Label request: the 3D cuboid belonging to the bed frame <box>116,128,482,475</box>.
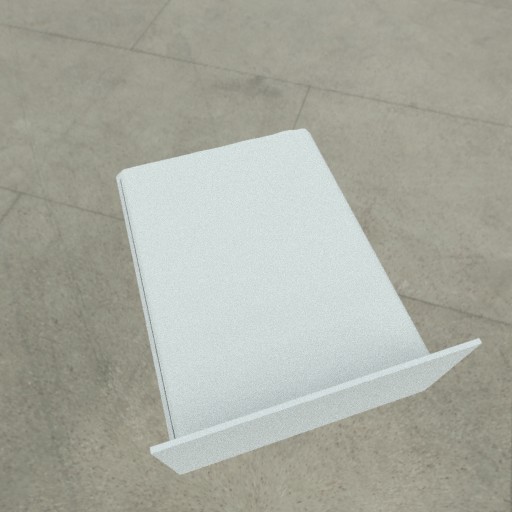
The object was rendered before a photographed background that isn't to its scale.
[{"bbox_3d":[0.000,0.000,2.682,1.490,0.800,1.950,-15,60,-9],"label":"bed frame"}]
